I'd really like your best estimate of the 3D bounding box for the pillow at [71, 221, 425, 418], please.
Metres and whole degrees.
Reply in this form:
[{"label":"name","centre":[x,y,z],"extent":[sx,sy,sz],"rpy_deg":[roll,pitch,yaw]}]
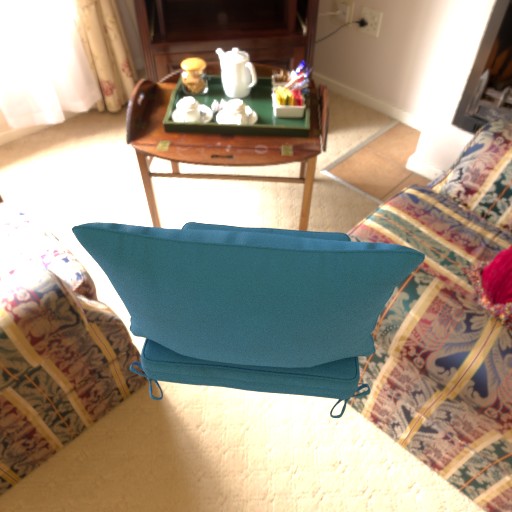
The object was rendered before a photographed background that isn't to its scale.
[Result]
[{"label":"pillow","centre":[0.000,0.000,1.393],"extent":[0.798,0.725,0.733],"rpy_deg":[4,47,4]}]
